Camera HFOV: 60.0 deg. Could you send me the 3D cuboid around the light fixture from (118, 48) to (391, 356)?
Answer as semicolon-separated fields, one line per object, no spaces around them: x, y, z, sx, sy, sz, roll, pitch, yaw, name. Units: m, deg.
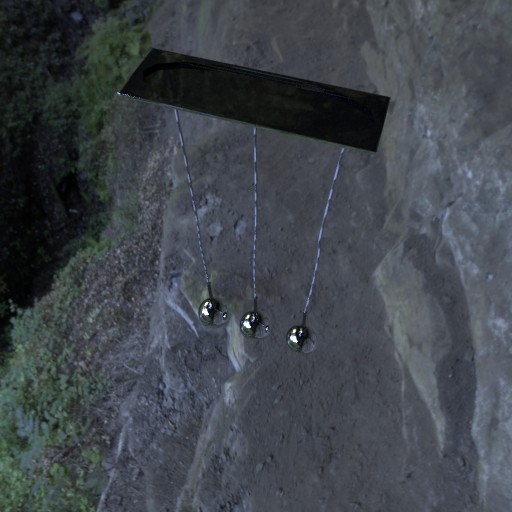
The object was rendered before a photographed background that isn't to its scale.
0.000;0.000;1.631;0.623;1.408;0.188;16;59;10;light fixture
